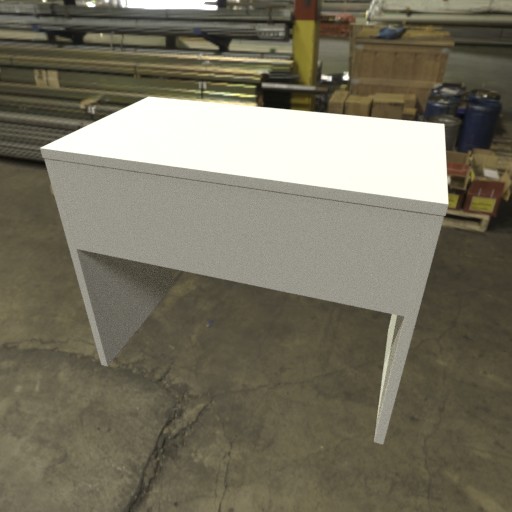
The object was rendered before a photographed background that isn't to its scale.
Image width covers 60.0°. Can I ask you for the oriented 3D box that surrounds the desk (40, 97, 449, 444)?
[{"bbox_3d":[0.000,0.000,1.316,0.900,0.729,0.498,11,35,15],"label":"desk"}]
